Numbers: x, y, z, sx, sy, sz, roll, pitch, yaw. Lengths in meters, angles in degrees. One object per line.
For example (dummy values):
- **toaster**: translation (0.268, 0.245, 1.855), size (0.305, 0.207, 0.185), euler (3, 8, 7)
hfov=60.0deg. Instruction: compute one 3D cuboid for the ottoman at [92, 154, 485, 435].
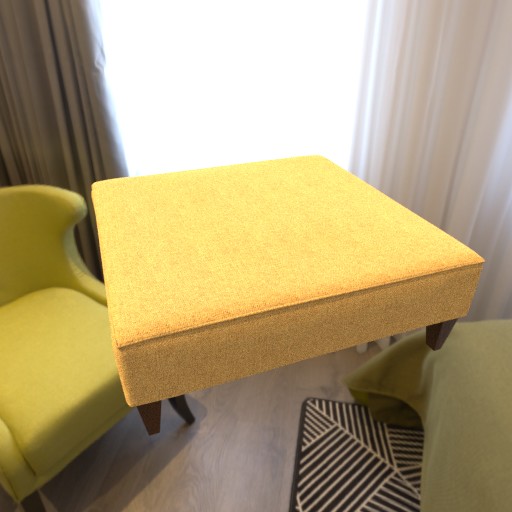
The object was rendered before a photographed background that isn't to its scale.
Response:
- **ottoman**: translation (0.000, 0.000, 1.507), size (0.981, 0.378, 0.970), euler (-11, 32, -18)
